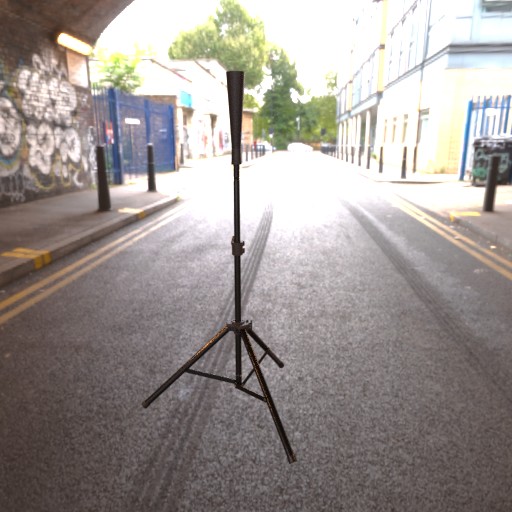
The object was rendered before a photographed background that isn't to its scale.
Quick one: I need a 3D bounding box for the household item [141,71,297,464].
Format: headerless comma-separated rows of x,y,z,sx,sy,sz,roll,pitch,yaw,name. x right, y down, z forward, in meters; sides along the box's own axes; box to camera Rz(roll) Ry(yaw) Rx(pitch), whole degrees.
0.000,0.000,1.379,0.559,1.067,0.559,14,20,43,household item
